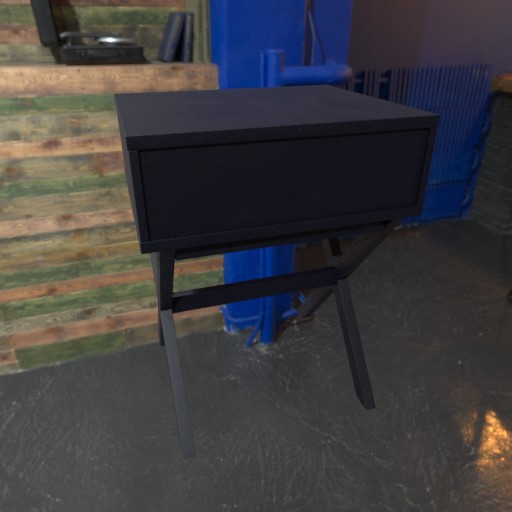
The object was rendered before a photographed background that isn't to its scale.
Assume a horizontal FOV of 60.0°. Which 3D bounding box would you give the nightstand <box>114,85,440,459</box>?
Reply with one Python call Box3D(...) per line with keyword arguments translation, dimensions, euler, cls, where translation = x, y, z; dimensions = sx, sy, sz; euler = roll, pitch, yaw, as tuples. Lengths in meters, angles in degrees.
Box3D(translation=(0.000, 0.000, 0.943), dimensions=(0.479, 0.623, 0.402), euler=(-9, 29, -16), cls="nightstand")
